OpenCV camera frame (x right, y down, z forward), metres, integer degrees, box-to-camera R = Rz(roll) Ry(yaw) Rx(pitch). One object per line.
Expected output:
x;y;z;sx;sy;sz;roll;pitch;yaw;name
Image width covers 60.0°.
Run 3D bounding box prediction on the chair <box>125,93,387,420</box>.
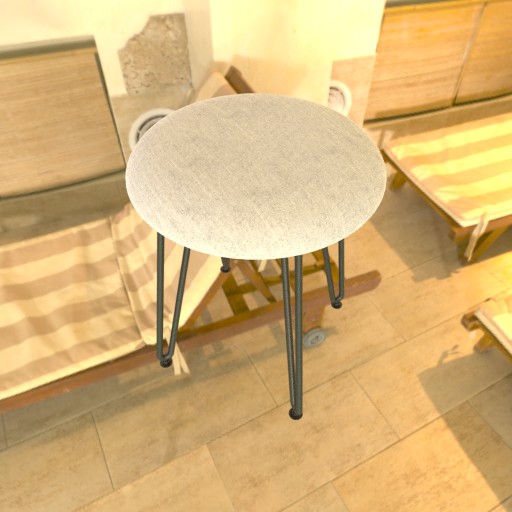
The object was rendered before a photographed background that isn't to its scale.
0.000;0.000;0.650;0.350;0.386;0.350;-16;48;-15;chair
